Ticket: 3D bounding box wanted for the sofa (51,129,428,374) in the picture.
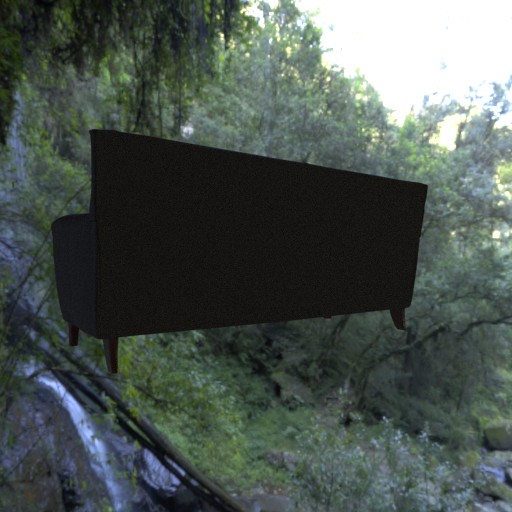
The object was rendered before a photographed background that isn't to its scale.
[{"bbox_3d":[0.000,0.000,2.465,2.002,0.907,0.843,0,-1,-36],"label":"sofa"}]
